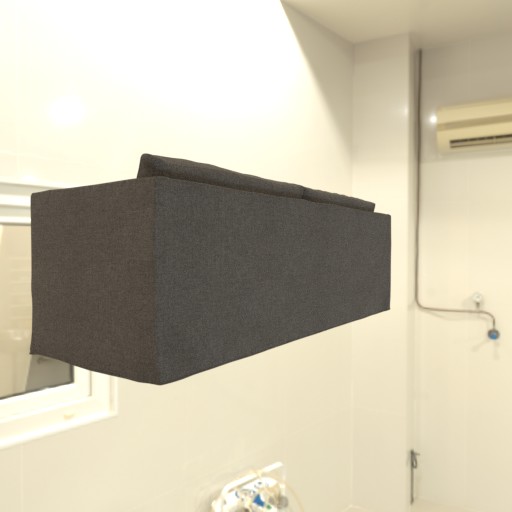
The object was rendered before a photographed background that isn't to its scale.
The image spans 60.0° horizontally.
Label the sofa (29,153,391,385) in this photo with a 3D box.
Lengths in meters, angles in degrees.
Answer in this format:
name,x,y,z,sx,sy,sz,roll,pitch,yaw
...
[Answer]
name,x,y,z,sx,sy,sz,roll,pitch,yaw
sofa,0.000,0.000,3.164,1.036,0.998,2.779,1,2,36
